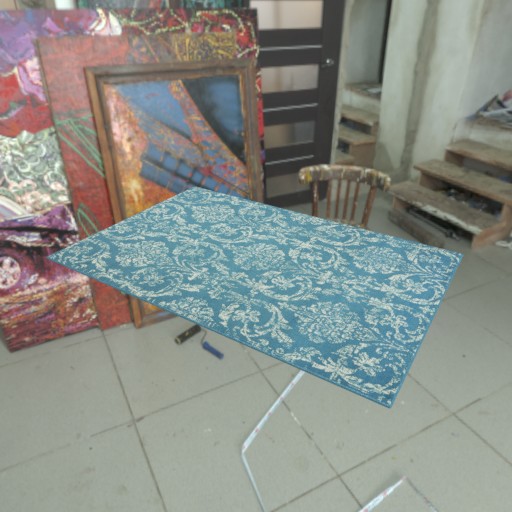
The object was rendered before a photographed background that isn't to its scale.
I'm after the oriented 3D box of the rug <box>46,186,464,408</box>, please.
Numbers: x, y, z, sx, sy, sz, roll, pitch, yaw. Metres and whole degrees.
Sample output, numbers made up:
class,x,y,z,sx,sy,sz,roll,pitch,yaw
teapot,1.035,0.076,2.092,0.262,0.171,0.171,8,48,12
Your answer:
class,x,y,z,sx,sy,sz,roll,pitch,yaw
rug,0.000,0.000,3.492,2.746,0.018,1.816,18,34,28
